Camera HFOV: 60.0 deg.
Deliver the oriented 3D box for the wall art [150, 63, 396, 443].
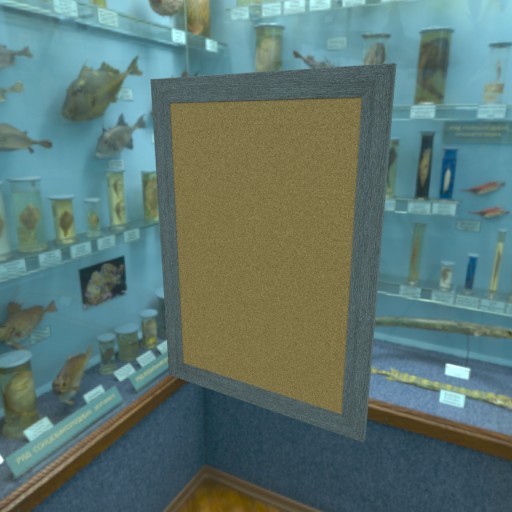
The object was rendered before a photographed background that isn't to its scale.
[{"bbox_3d":[0.000,0.000,1.393,0.768,1.070,0.020,9,19,29],"label":"wall art"}]
